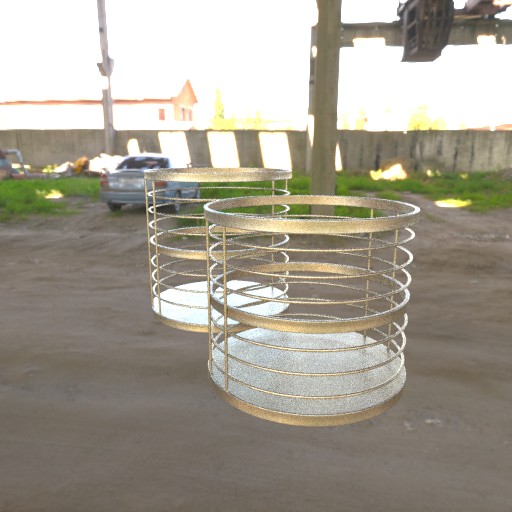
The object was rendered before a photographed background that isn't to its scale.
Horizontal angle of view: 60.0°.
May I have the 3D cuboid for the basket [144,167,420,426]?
[{"bbox_3d":[0.000,0.000,0.950,0.356,0.351,0.746,-7,15,-27],"label":"basket"}]
